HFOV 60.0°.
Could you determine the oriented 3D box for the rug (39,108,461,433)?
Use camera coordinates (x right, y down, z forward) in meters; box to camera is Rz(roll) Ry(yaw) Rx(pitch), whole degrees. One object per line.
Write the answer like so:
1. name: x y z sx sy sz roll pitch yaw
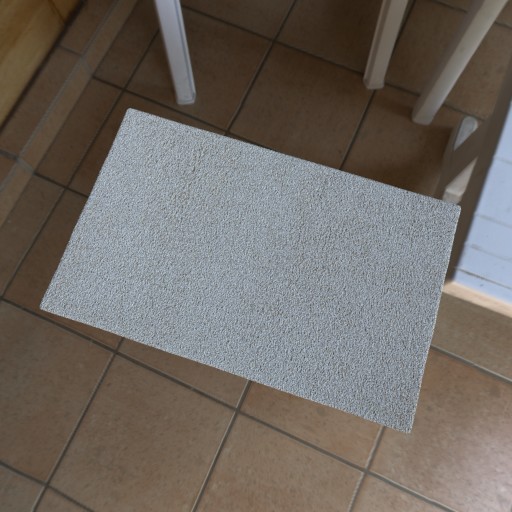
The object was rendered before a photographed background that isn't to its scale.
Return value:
1. rug: 0.000 0.000 2.928 2.438 0.030 1.524 18 76 4
